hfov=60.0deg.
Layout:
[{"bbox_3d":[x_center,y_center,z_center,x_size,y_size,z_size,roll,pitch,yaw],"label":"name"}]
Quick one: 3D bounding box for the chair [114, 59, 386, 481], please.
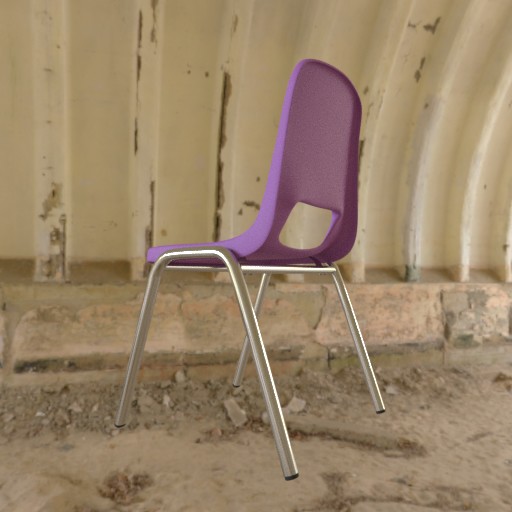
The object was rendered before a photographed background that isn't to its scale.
[{"bbox_3d":[0.000,0.000,0.677,0.301,0.493,0.291,-2,-3,35],"label":"chair"}]
